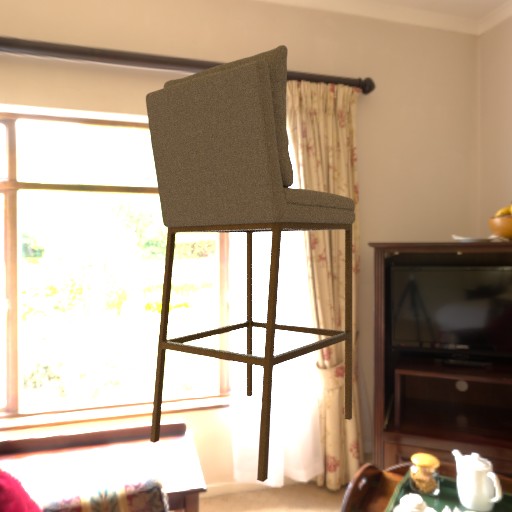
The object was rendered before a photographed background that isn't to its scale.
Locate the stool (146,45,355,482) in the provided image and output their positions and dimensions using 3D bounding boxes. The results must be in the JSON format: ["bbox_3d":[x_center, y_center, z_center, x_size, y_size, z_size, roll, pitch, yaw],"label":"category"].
[{"bbox_3d":[0.000,0.000,1.449,0.463,1.132,0.569,0,1,35],"label":"stool"}]
